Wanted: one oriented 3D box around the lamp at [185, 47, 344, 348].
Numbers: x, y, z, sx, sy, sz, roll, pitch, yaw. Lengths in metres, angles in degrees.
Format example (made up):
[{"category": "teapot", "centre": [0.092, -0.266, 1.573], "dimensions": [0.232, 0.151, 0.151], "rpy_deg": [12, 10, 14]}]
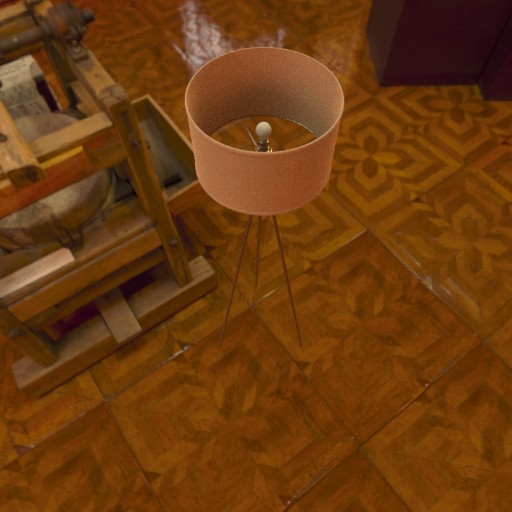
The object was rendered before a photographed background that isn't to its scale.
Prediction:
[{"category": "lamp", "centre": [0.000, 0.000, 1.788], "dimensions": [0.460, 1.545, 0.449], "rpy_deg": [-30, 63, -17]}]
